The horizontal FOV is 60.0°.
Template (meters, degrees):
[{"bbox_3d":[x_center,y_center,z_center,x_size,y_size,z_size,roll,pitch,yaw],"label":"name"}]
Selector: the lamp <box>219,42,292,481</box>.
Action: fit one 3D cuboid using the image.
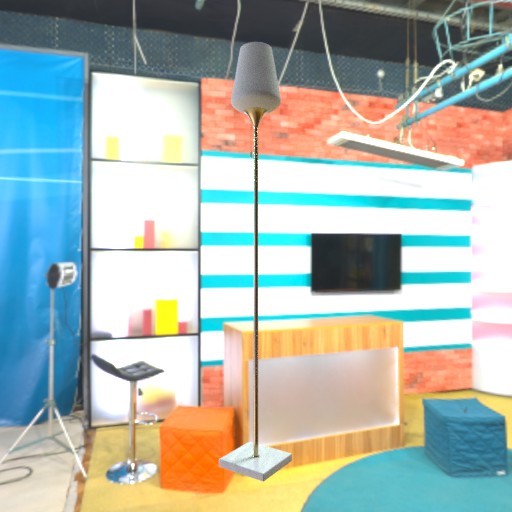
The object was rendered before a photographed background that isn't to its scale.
[{"bbox_3d":[0.000,0.000,1.942,0.232,1.813,0.229,0,-1,35],"label":"lamp"}]
